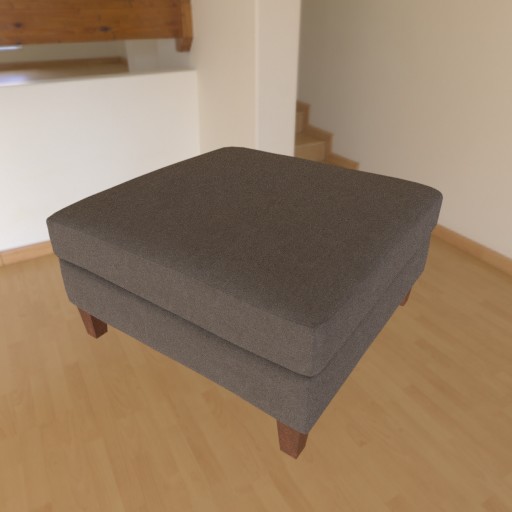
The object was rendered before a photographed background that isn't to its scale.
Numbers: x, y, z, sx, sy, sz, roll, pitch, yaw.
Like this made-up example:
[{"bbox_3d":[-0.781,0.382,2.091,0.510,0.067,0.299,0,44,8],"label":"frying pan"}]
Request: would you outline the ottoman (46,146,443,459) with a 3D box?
[{"bbox_3d":[0.000,0.000,1.410,0.881,0.482,0.861,20,36,30],"label":"ottoman"}]
